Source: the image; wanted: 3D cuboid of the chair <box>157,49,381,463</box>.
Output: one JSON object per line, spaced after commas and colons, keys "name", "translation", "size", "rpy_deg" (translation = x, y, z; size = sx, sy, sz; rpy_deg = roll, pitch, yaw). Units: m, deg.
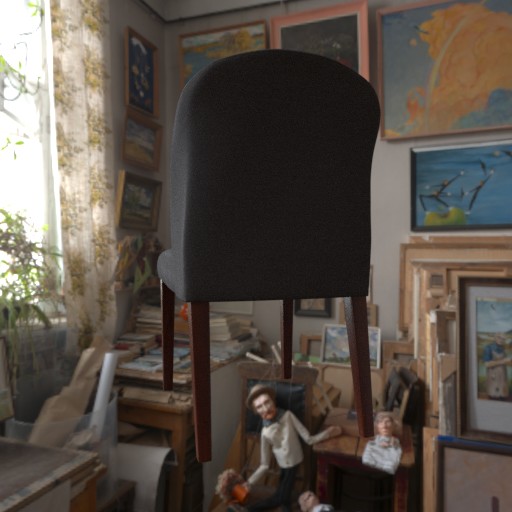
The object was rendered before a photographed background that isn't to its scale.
{"name": "chair", "translation": [0.000, 0.000, 1.237], "size": [0.506, 0.879, 0.619], "rpy_deg": [0, 0, -19]}
